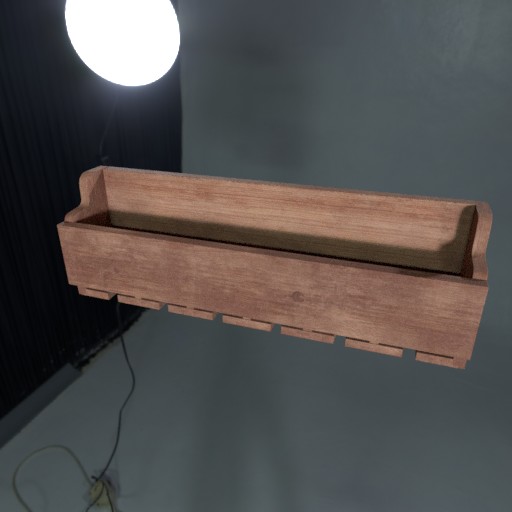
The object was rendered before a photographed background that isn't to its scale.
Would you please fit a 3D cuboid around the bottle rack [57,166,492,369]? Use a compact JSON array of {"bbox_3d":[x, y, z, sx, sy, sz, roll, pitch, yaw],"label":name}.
[{"bbox_3d":[0.000,0.000,0.666,0.608,0.196,0.126,8,27,17],"label":"bottle rack"}]
